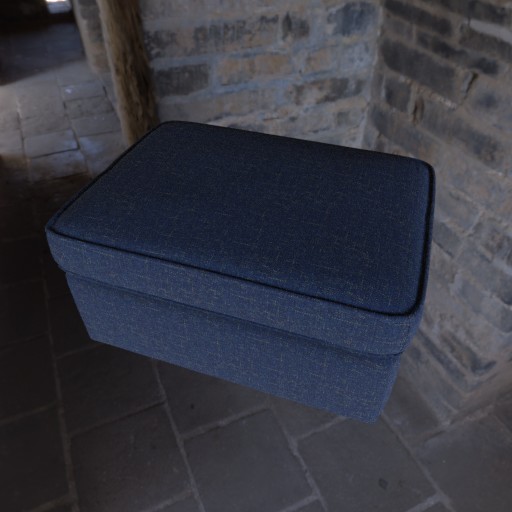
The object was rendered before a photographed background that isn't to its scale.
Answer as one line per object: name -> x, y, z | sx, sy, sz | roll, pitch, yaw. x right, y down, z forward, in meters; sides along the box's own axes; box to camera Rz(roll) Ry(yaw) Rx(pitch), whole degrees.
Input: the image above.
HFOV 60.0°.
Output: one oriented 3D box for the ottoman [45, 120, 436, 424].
ottoman -> 0.000, 0.000, 1.087 | 0.749, 0.450, 0.549 | 13, 43, 14
